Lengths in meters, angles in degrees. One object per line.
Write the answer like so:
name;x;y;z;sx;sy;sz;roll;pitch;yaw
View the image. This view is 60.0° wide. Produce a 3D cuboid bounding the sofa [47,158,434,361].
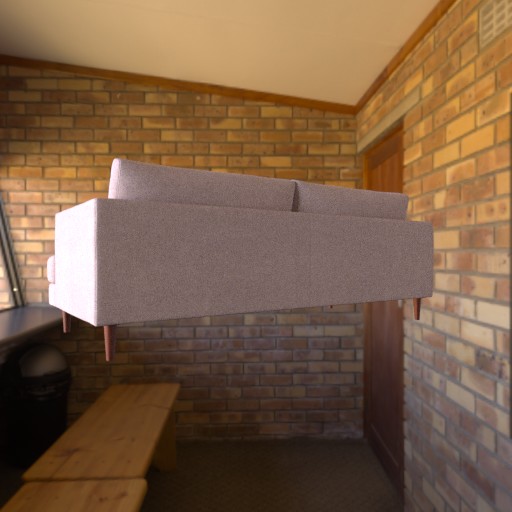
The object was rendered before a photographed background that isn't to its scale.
sofa;0.000;0.000;2.782;2.250;0.868;1.020;0;0;-35
